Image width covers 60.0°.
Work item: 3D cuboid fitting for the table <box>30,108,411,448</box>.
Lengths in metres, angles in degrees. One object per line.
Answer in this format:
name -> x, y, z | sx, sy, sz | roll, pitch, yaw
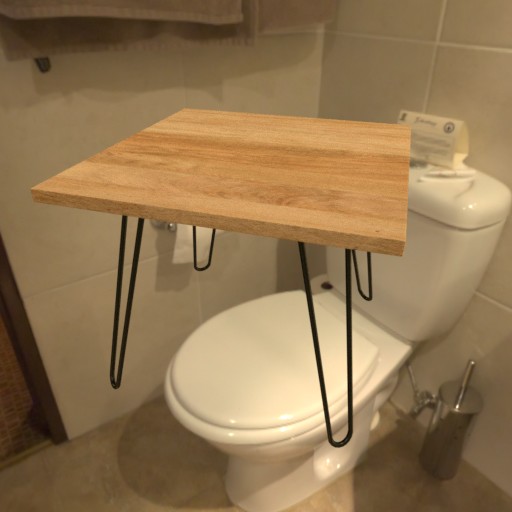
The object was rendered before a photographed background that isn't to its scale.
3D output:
table -> 0.000, 0.000, 1.031 | 0.599, 0.500, 0.599 | 9, 32, 15
